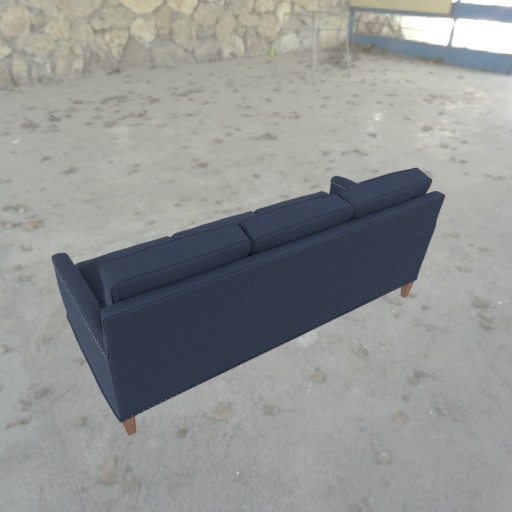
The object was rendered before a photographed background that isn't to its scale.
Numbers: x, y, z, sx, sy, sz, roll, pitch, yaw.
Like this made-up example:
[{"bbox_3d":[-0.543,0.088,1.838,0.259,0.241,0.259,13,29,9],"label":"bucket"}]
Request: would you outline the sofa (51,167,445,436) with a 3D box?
[{"bbox_3d":[0.000,0.000,2.822,2.246,1.003,1.084,-20,37,-28],"label":"sofa"}]
